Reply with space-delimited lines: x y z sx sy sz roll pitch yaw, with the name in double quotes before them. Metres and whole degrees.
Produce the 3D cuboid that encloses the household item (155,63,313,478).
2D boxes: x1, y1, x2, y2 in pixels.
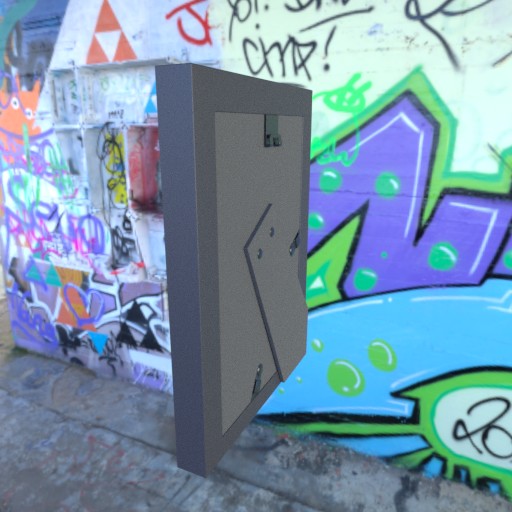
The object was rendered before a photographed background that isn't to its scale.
"household item" 0.000 0.000 0.240 0.022 0.178 0.133 7 18 25
